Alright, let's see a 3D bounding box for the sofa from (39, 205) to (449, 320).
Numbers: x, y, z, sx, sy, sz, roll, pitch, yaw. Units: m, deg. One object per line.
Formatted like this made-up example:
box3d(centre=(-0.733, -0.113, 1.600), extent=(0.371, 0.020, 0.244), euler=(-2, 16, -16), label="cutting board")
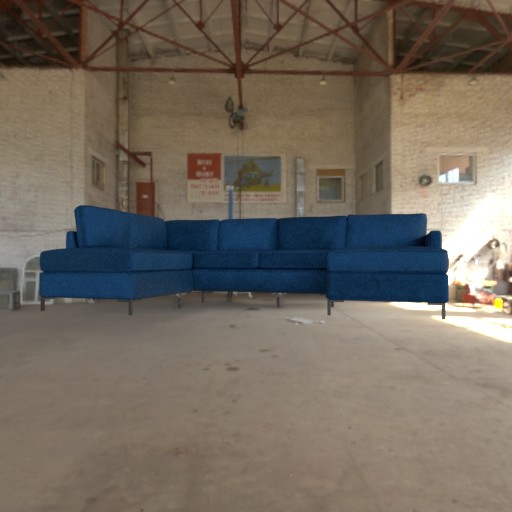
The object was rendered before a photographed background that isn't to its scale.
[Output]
box3d(centre=(0.000, 0.000, 4.366), extent=(3.434, 0.992, 2.055), euler=(0, -1, 19), label="sofa")
